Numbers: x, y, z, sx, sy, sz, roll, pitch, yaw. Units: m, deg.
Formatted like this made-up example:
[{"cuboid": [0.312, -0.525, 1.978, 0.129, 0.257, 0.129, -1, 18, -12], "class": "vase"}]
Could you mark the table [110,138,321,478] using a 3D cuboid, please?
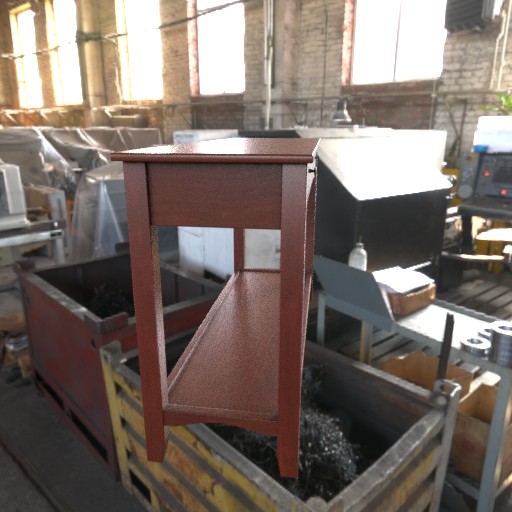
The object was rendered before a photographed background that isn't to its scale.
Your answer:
[{"cuboid": [0.000, 0.000, 1.491, 0.392, 0.739, 1.188, 2, 16, 8], "class": "table"}]
